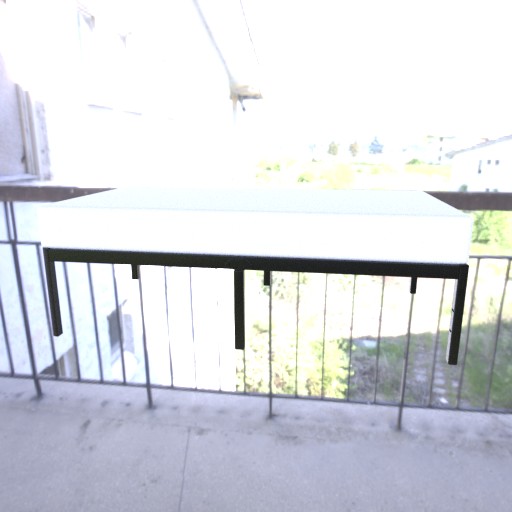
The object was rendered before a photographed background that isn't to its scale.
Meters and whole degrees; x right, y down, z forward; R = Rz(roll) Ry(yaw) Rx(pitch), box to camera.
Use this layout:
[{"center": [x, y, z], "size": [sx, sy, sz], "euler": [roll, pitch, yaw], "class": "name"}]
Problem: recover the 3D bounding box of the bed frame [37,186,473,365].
[{"center": [0.000, 0.000, 2.489], "size": [1.950, 0.659, 1.023], "euler": [2, 15, 9], "class": "bed frame"}]
